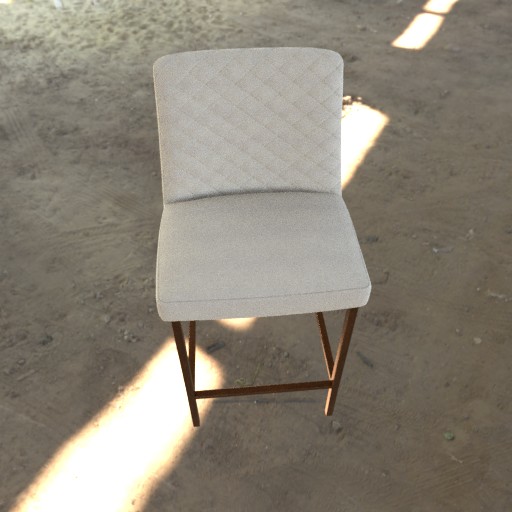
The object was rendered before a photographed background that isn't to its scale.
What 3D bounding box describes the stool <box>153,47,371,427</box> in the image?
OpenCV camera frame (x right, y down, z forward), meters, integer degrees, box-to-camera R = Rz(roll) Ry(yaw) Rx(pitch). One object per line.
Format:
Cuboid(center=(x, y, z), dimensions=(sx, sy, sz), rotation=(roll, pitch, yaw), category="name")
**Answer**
Cuboid(center=(0.000, 0.000, 1.278), dimensions=(0.507, 0.973, 0.576), rotation=(-4, 47, -3), category="stool")
